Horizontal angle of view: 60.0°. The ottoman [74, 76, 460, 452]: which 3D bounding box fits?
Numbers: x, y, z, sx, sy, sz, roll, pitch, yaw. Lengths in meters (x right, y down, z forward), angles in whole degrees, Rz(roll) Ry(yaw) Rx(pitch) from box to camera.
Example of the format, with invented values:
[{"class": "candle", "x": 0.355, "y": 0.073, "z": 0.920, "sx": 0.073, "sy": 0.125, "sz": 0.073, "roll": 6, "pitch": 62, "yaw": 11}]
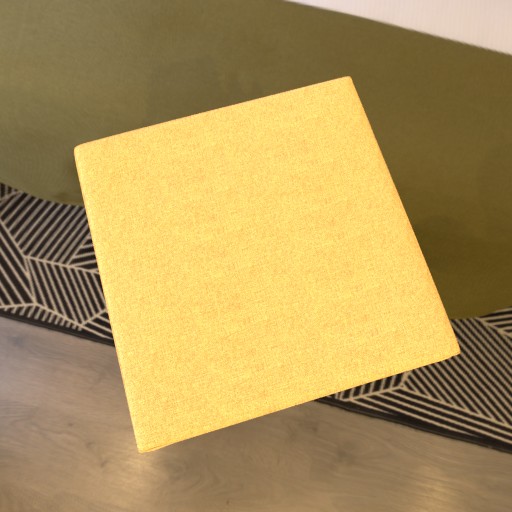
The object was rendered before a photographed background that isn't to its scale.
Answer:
[{"class": "ottoman", "x": 0.000, "y": 0.000, "z": 1.511, "sx": 0.970, "sy": 0.378, "sz": 0.981, "roll": -16, "pitch": 76, "yaw": -4}]
